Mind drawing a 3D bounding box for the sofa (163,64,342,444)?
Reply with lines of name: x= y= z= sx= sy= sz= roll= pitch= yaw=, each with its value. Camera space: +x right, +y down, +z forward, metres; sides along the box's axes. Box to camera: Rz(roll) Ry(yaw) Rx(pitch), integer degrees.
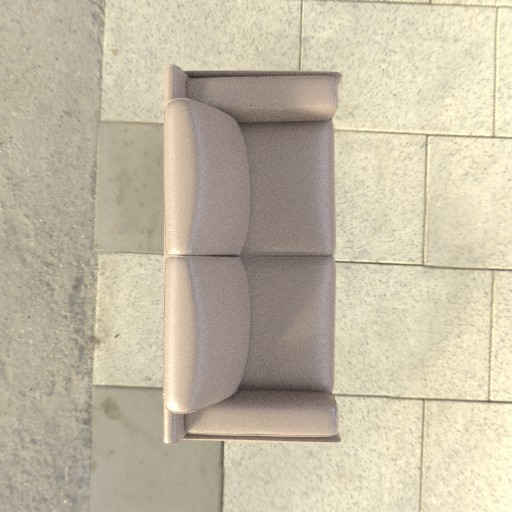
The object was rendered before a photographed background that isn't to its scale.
sofa: x=0.000 y=0.000 z=2.591 sx=1.049 sy=0.930 sz=2.101 roll=0 pitch=90 yaw=0
